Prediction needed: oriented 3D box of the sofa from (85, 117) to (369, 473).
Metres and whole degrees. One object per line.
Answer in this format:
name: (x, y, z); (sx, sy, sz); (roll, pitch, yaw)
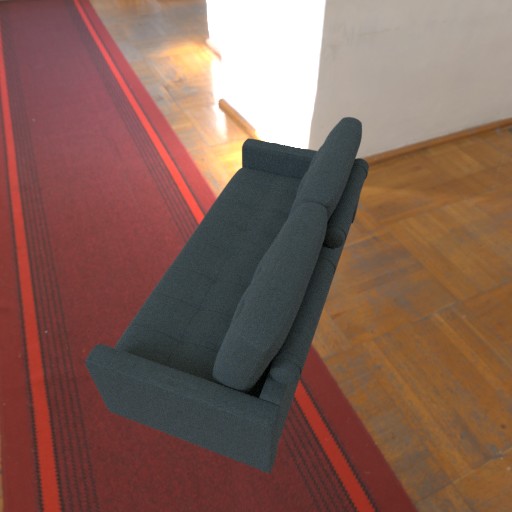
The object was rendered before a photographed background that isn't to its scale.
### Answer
sofa: (0.000, 0.000, 2.602); (0.966, 1.050, 2.010); (15, 47, 14)
